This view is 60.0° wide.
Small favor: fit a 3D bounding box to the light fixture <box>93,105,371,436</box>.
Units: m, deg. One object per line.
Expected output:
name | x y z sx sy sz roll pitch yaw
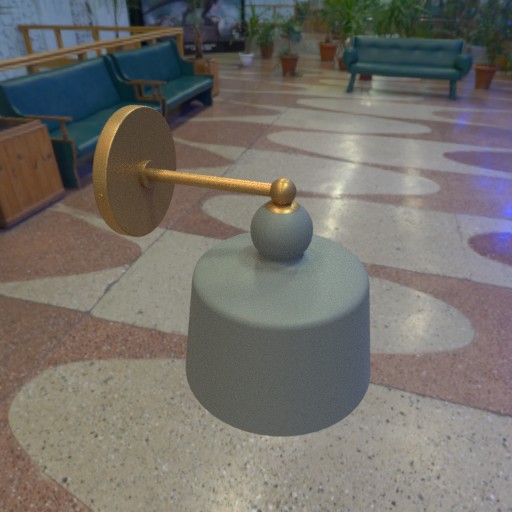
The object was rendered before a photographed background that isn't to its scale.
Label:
light fixture | 0.000 0.000 0.437 0.254 0.268 0.204 10 33 16
